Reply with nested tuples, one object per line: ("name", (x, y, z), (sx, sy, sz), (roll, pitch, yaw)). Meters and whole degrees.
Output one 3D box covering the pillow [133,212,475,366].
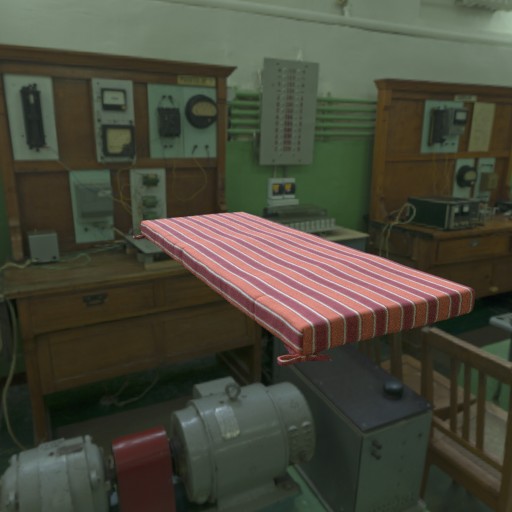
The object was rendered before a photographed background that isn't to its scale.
("pillow", (0.000, 0.000, 1.345), (0.492, 0.081, 1.187), (-8, 17, -27))
